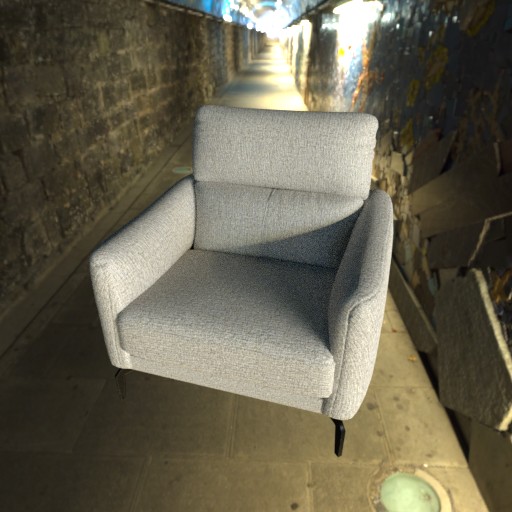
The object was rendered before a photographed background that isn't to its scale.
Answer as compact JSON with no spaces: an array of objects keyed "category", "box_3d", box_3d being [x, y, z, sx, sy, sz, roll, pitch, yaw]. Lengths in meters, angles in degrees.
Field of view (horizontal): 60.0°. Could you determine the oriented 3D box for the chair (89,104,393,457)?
[{"category":"chair","box_3d":[0.000,0.000,1.673,0.972,0.967,0.835,8,28,16]}]
